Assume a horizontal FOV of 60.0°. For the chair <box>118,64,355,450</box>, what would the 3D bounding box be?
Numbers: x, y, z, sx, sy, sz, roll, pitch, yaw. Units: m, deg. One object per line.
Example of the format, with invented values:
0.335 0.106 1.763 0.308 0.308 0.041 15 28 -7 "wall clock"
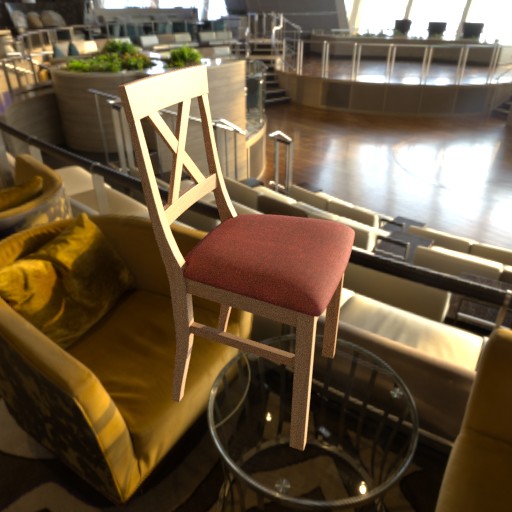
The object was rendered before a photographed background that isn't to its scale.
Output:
0.000 0.000 1.211 0.492 0.912 0.439 11 32 18 "chair"
